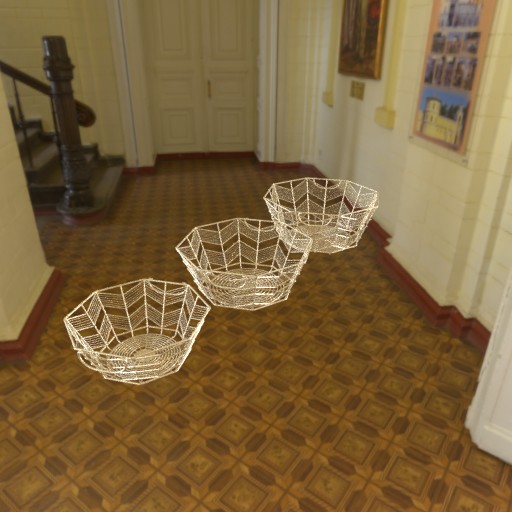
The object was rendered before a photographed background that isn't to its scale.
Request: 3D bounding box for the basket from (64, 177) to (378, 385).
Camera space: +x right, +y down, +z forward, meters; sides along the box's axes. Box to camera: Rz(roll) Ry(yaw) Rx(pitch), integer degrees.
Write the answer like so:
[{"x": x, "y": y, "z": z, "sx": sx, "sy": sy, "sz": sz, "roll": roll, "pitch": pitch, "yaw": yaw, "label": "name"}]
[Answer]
[{"x": 0.000, "y": 0.000, "z": 1.365, "sx": 0.432, "sy": 0.178, "sz": 1.246, "roll": 18, "pitch": 32, "yaw": 32, "label": "basket"}]
